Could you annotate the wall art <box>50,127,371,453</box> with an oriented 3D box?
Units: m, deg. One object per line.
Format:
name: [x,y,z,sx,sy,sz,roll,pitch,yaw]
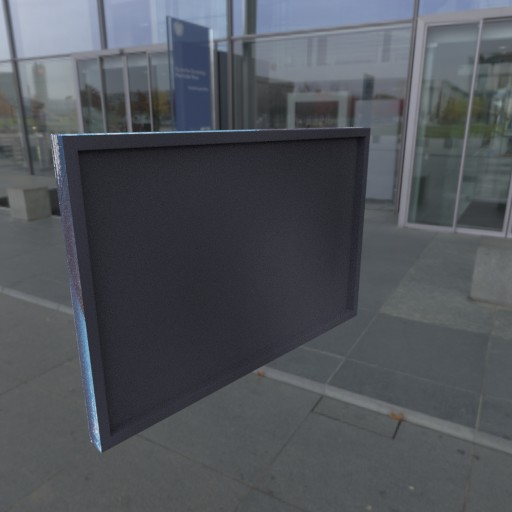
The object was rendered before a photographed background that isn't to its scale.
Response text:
wall art: [0.000,0.000,0.742,0.609,0.406,0.033,-16,24,-42]
